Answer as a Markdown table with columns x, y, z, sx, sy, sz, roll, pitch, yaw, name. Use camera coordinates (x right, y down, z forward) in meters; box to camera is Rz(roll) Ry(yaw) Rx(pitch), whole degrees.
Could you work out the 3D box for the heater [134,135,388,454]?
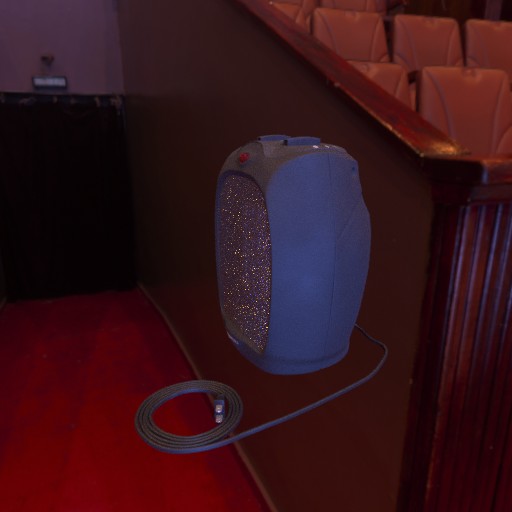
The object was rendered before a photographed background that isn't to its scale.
| x | y | z | sx | sy | sz | roll | pitch | yaw | name |
| --- | --- | --- | --- | --- | --- | --- | --- | --- | --- |
| 0.000 | 0.000 | 0.464 | 0.291 | 0.240 | 0.239 | -8 | 19 | -24 | heater |
